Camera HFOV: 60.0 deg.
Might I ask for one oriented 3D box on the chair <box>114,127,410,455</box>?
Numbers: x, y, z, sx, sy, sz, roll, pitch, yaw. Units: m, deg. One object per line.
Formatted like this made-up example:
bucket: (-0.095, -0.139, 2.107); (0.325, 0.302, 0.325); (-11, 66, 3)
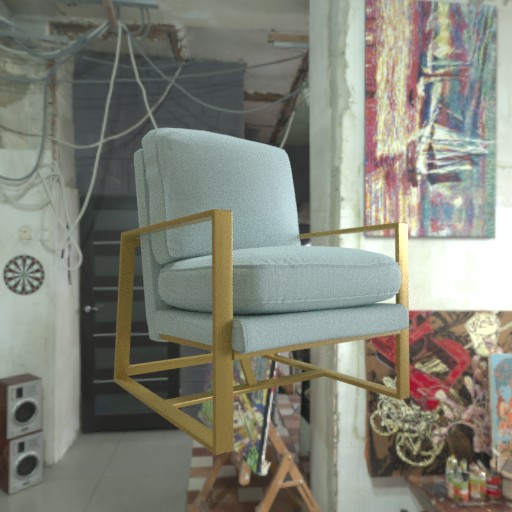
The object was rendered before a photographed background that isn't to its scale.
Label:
chair: (0.000, 0.000, 1.578); (0.758, 0.956, 0.813); (0, 0, -35)
